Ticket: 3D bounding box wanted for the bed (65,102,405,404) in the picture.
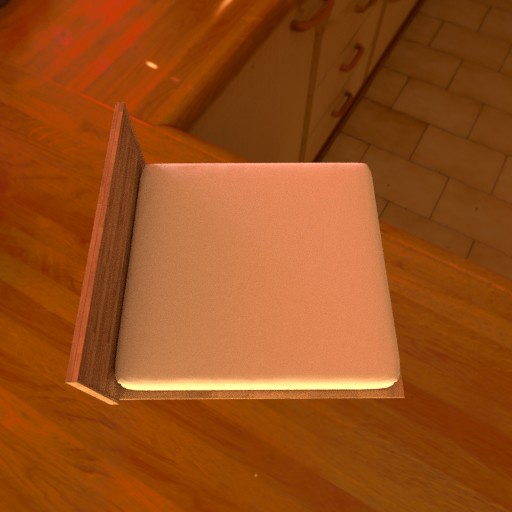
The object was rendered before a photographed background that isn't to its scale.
[{"bbox_3d":[0.000,0.000,3.450,2.167,1.100,2.116,0,64,0],"label":"bed"}]
